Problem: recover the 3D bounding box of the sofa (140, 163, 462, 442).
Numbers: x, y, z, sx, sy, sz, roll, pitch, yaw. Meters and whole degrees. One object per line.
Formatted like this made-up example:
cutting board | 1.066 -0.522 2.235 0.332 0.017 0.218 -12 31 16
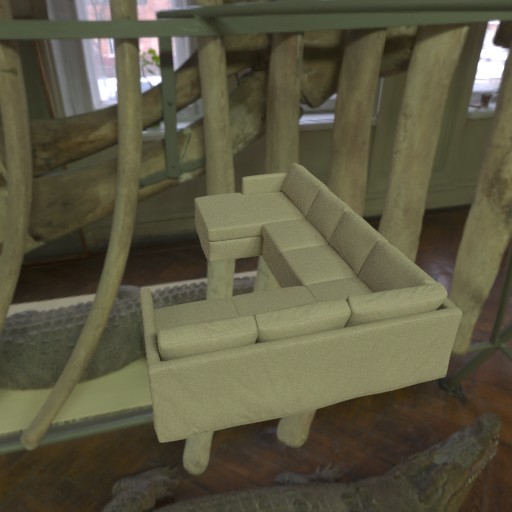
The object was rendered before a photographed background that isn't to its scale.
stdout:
sofa | 0.000 0.000 4.738 2.476 0.878 3.528 -8 31 -14
